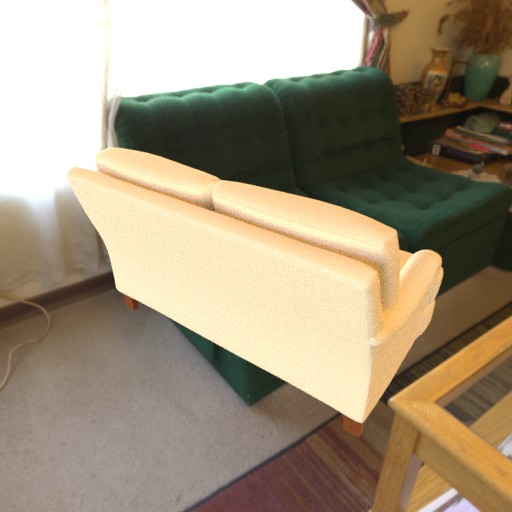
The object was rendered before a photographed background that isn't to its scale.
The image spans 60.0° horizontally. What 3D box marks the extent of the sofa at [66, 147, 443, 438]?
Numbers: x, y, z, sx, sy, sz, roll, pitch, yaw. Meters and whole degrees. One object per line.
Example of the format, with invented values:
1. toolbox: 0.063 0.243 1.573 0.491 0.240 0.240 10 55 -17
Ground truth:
1. sofa: 0.000 0.000 2.519 1.853 1.101 1.084 21 36 31
